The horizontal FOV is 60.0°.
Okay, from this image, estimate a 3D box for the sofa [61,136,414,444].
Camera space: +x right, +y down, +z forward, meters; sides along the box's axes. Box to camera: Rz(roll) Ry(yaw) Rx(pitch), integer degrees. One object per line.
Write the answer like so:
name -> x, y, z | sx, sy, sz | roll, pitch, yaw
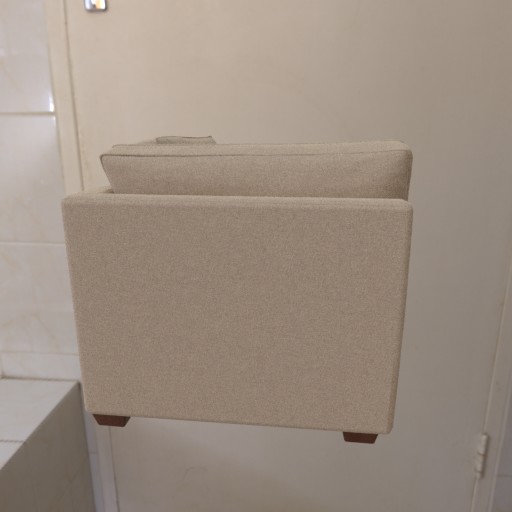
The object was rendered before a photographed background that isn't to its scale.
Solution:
sofa -> 0.000, 0.000, 1.916 | 1.084, 1.002, 1.146 | 2, 16, 7
